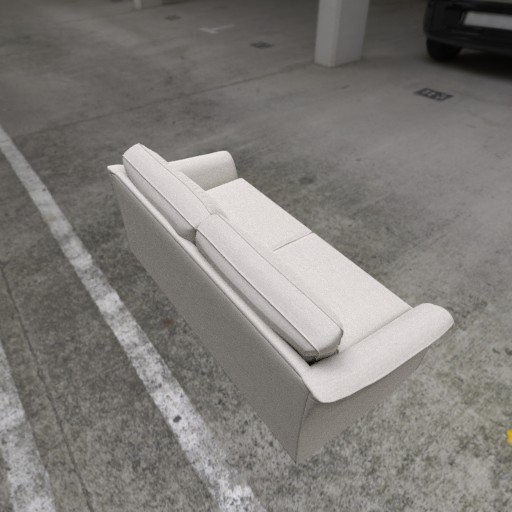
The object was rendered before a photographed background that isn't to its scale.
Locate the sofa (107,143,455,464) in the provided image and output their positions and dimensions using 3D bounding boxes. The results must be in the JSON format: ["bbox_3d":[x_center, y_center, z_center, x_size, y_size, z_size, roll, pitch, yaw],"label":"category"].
[{"bbox_3d":[0.000,0.000,2.796,0.980,0.965,2.270,-25,47,-26],"label":"sofa"}]
